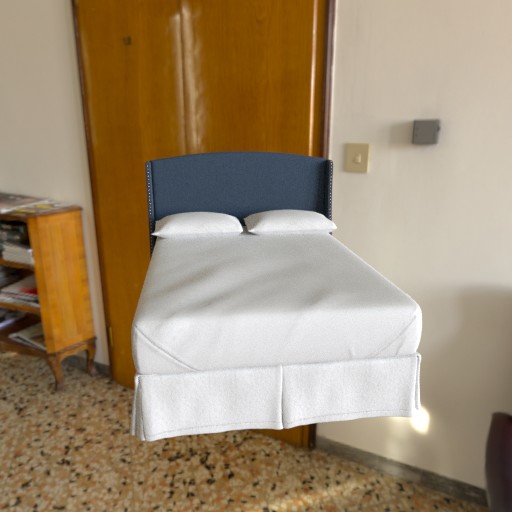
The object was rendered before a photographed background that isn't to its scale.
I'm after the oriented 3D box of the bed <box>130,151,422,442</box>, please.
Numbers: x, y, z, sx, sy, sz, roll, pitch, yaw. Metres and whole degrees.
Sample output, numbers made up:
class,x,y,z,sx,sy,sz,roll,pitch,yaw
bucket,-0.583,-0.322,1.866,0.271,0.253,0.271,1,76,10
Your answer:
class,x,y,z,sx,sy,sz,roll,pitch,yaw
bed,0.000,0.000,3.306,1.710,1.407,2.237,-2,17,-8
